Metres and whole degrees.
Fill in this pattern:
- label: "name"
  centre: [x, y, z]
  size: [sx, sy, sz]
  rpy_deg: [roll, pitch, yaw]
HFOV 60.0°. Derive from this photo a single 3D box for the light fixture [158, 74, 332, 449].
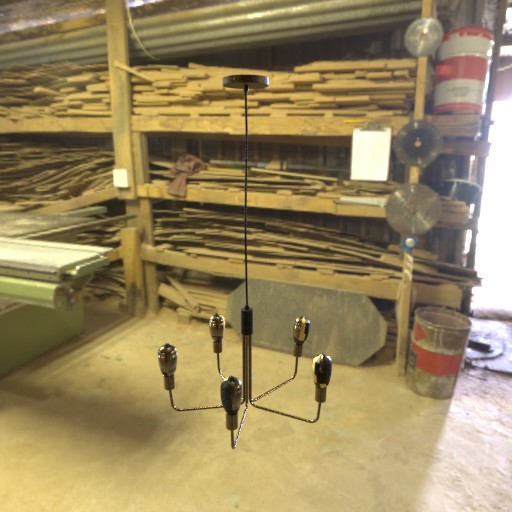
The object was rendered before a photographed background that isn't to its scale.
- label: "light fixture"
  centre: [0.000, 0.000, 1.408]
  size: [0.532, 1.059, 0.588]
  rpy_deg: [7, 15, 26]
